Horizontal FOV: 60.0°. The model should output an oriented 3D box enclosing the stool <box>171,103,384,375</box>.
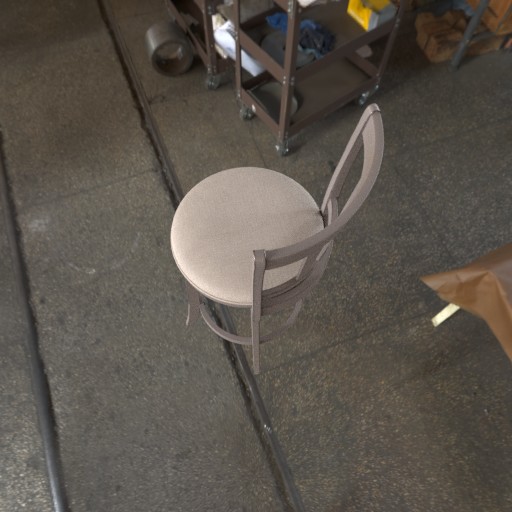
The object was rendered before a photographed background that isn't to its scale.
[{"bbox_3d":[0.000,0.000,1.309,0.475,1.023,0.436,32,68,15],"label":"stool"}]
